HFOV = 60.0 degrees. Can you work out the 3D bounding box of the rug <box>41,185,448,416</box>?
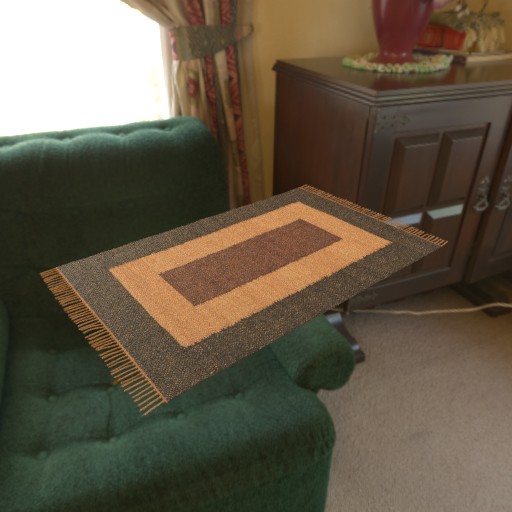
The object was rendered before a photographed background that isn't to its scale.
[{"bbox_3d":[0.000,0.000,1.904,1.541,0.013,0.920,-23,37,-33],"label":"rug"}]
